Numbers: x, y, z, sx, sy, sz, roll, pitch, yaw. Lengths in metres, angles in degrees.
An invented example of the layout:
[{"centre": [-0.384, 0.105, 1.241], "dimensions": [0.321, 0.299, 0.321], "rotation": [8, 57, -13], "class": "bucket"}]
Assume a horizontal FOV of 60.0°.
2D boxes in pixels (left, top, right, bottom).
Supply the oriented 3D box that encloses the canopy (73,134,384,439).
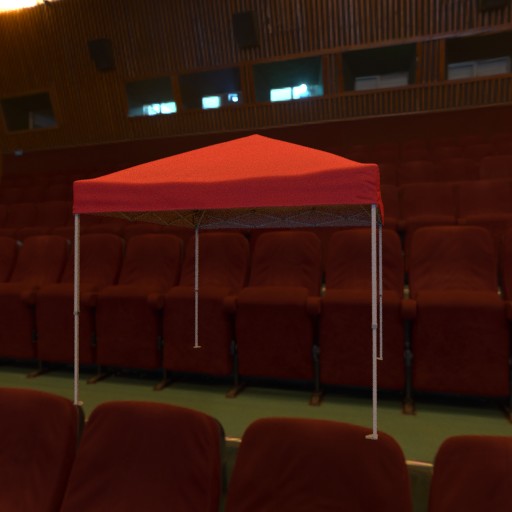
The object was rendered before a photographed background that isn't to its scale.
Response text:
[{"centre": [0.000, 0.000, 5.468], "dimensions": [2.996, 2.997, 2.998], "rotation": [0, 0, 17], "class": "canopy"}]
